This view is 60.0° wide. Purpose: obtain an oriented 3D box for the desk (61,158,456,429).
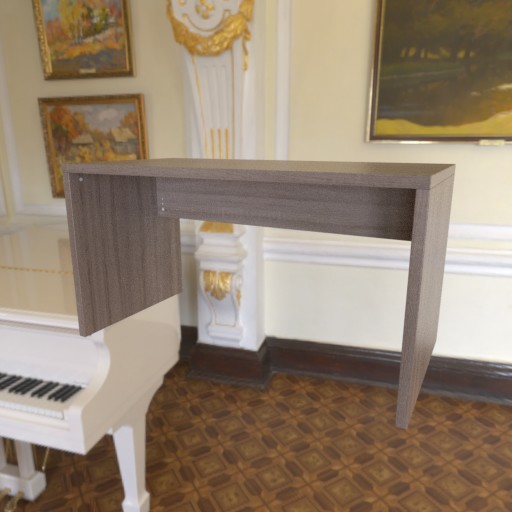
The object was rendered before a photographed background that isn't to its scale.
[{"bbox_3d":[0.000,0.000,1.825,1.380,0.745,0.690,8,16,27],"label":"desk"}]
